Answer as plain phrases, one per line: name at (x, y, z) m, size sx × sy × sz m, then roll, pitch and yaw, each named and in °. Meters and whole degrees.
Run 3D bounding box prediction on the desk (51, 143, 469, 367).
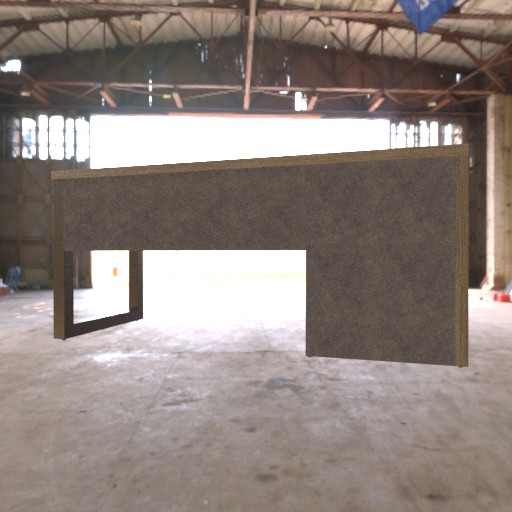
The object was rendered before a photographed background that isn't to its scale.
desk at (0.000, 0.000, 2.063) m, size 1.700 × 0.760 × 0.690 m, roll 0°, pitch 0°, yaw 17°
